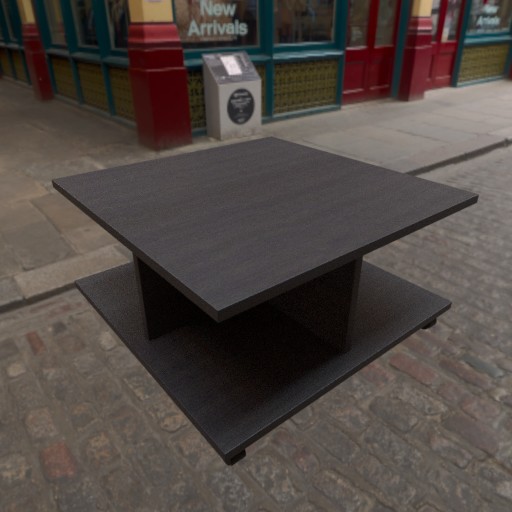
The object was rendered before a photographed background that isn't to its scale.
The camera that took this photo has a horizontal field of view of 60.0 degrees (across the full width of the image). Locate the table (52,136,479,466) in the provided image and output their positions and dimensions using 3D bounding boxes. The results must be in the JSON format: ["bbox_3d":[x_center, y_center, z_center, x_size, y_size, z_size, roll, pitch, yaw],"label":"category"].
[{"bbox_3d":[0.000,0.000,1.205,0.762,0.396,0.762,-21,35,-34],"label":"table"}]
